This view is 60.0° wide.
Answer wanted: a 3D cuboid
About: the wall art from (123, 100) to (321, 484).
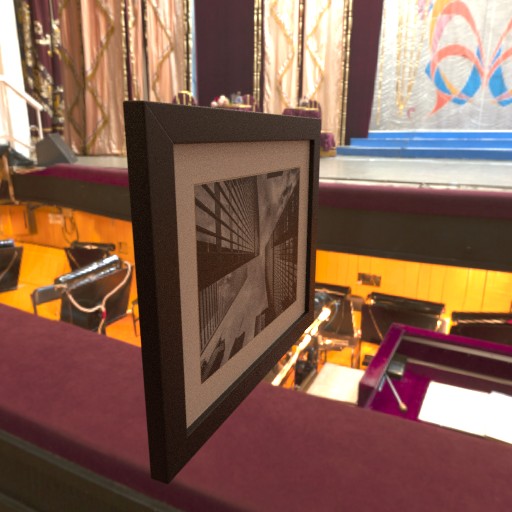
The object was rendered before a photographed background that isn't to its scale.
[{"bbox_3d":[0.000,0.000,0.741,0.031,0.457,0.558,7,17,25],"label":"wall art"}]
